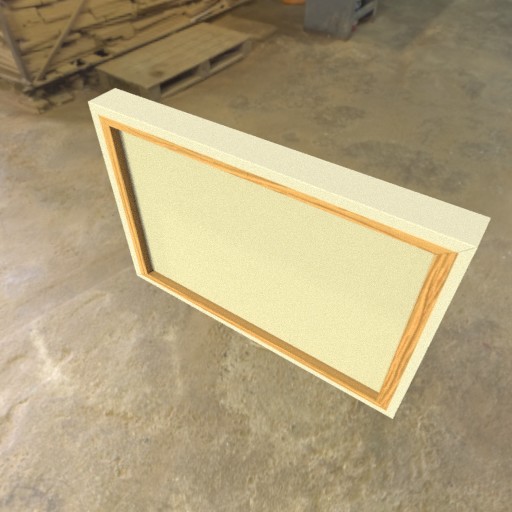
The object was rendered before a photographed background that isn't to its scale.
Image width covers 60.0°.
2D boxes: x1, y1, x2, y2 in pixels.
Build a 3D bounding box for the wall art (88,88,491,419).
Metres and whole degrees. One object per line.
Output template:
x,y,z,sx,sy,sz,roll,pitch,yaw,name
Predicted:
0.000,0.000,0.474,0.381,0.259,0.038,25,50,23,wall art
